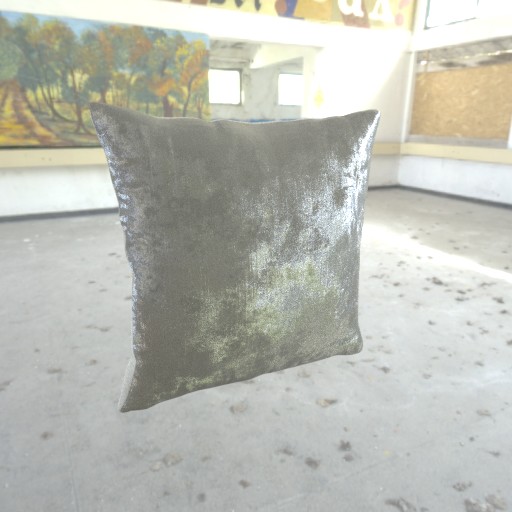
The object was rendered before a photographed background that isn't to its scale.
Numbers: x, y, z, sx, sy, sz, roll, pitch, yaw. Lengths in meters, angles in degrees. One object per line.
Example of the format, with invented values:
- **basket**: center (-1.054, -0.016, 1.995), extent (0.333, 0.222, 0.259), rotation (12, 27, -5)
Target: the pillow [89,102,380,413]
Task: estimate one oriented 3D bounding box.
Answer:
- **pillow**: center (0.000, 0.000, 0.718), extent (0.470, 0.464, 0.175), rotation (-8, 19, -25)
